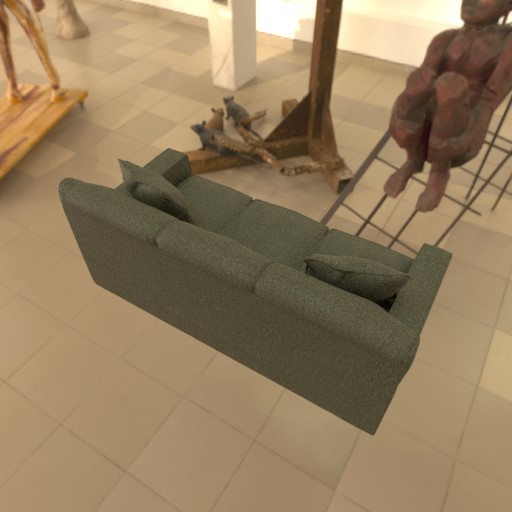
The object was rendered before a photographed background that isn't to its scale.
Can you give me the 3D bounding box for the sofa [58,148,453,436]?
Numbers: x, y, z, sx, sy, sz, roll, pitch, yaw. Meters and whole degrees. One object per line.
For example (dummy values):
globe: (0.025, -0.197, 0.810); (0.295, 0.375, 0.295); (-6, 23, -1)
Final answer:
sofa: (0.000, 0.000, 2.660); (2.024, 0.958, 0.997); (24, 51, 21)
